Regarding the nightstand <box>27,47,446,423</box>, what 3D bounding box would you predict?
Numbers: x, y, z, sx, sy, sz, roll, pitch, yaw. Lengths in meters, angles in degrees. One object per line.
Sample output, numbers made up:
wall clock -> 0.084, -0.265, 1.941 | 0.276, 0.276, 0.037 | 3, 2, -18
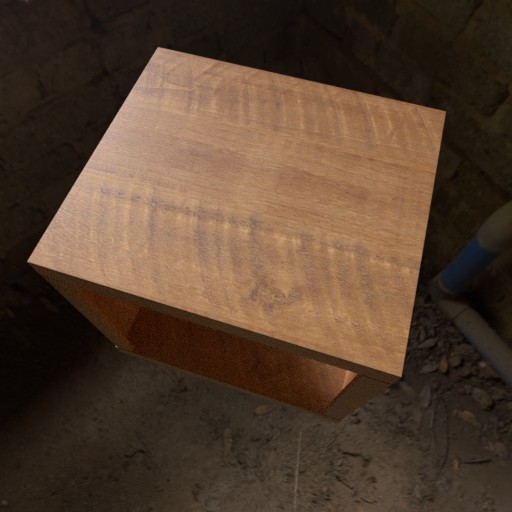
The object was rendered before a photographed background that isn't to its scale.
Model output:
nightstand -> 0.000, 0.000, 0.856 | 0.493, 0.491, 0.436 | 16, 64, 8
